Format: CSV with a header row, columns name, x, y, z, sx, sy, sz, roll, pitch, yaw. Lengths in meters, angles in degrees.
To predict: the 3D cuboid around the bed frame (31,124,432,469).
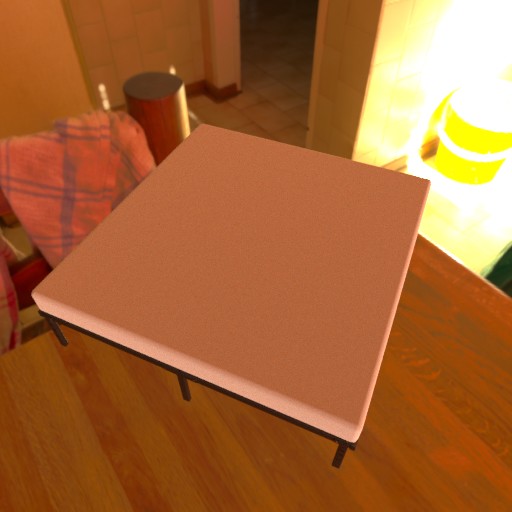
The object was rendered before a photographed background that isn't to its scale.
name,x,y,z,sx,sy,sz,roll,pitch,yaw
bed frame,0.000,0.000,3.962,2.526,0.680,2.635,18,50,16
